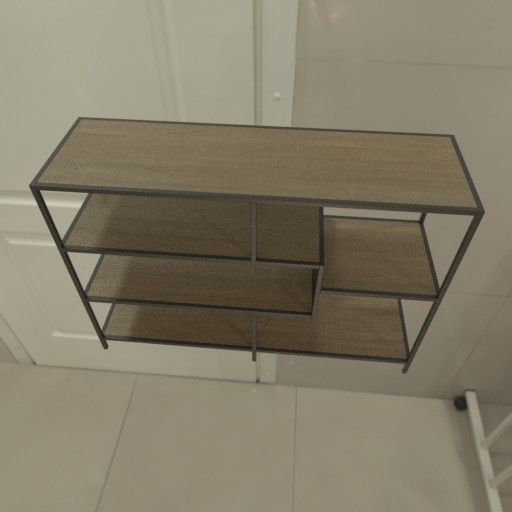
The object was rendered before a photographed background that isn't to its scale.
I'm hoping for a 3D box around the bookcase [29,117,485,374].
[{"bbox_3d":[0.000,0.000,1.502,1.140,0.780,0.350,4,46,4],"label":"bookcase"}]
